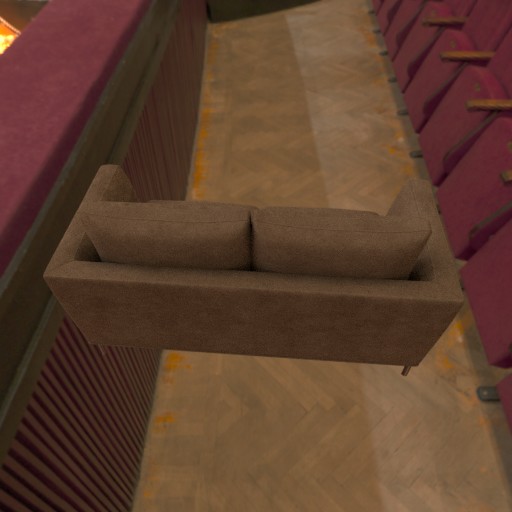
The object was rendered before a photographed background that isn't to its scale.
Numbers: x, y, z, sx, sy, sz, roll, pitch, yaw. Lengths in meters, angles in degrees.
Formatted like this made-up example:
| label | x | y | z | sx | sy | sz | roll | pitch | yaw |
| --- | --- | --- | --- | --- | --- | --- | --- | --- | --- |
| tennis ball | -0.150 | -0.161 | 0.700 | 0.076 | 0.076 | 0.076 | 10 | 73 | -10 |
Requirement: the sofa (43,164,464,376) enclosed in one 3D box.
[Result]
| label | x | y | z | sx | sy | sz | roll | pitch | yaw |
| --- | --- | --- | --- | --- | --- | --- | --- | --- | --- |
| sofa | 0.000 | 0.000 | 2.349 | 1.832 | 1.013 | 0.855 | 3 | 47 | 3 |
